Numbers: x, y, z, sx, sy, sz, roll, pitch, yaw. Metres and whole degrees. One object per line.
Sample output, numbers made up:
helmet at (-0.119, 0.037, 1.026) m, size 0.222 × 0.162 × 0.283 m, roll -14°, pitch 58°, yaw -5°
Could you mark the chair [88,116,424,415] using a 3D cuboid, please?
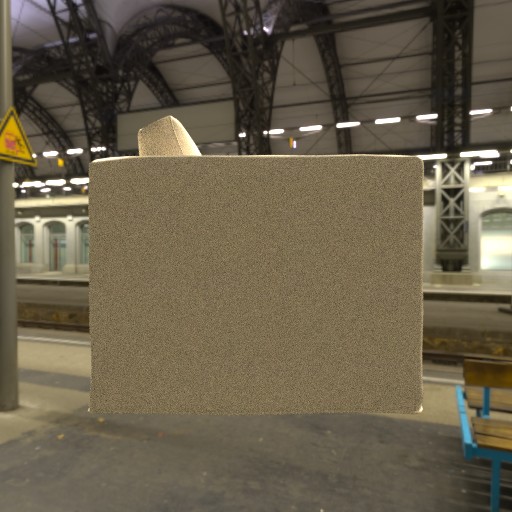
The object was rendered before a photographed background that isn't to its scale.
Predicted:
chair at (0.000, 0.000, 1.714) m, size 0.947 × 0.851 × 1.057 m, roll 0°, pitch 1°, yaw 0°
